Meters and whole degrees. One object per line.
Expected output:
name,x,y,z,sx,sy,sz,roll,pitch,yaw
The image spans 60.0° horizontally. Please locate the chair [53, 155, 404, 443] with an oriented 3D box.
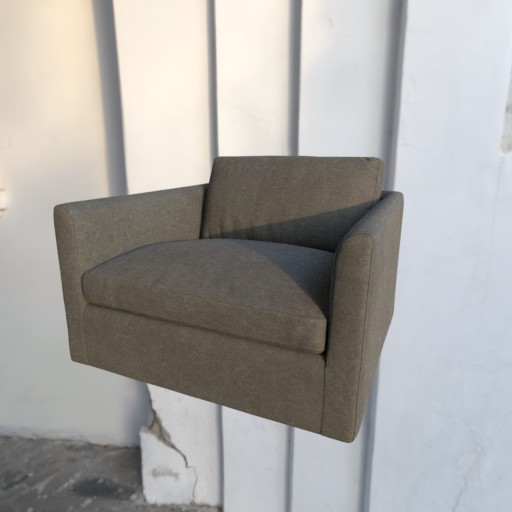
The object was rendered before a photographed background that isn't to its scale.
chair,0.000,0.000,1.905,1.190,0.845,1.091,7,16,25
